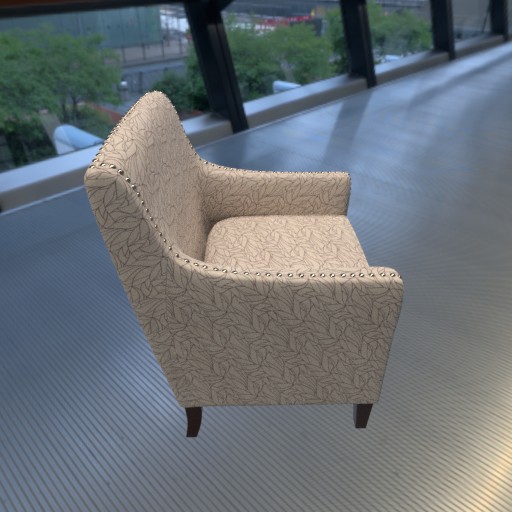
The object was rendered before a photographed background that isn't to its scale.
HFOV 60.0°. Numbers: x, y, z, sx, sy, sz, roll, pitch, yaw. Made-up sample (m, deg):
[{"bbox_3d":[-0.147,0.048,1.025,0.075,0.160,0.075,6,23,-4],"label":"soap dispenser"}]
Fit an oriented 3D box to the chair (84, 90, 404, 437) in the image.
[{"bbox_3d":[0.000,0.000,1.275,0.651,0.816,0.623,-1,33,-1],"label":"chair"}]
